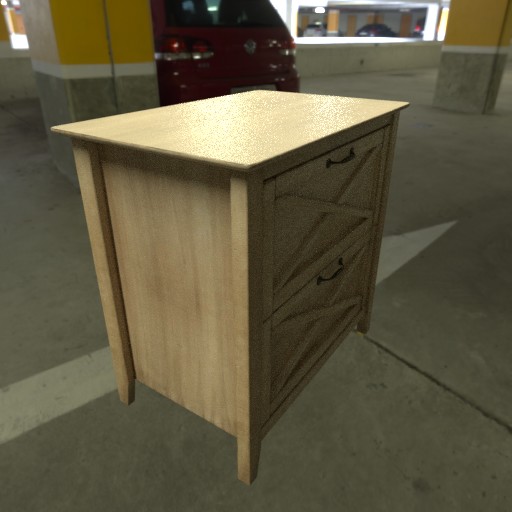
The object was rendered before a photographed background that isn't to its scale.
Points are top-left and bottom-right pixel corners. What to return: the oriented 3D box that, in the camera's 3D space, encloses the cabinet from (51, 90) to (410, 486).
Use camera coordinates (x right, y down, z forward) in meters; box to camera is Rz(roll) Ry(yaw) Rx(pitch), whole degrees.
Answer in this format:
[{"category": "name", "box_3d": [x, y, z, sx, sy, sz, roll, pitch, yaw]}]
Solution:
[{"category": "cabinet", "box_3d": [0.000, 0.000, 1.226, 0.503, 0.762, 0.763, 17, 32, 30]}]
